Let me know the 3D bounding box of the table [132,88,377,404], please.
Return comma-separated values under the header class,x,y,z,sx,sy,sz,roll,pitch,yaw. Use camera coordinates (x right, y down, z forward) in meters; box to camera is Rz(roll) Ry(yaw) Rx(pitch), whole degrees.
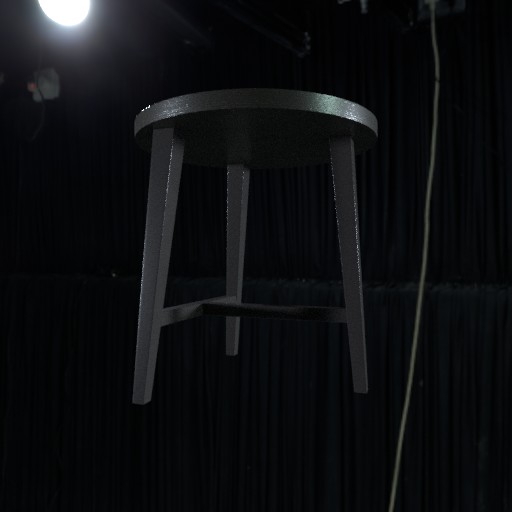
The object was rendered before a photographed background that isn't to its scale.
class,x,y,z,sx,sy,sz,roll,pitch,yaw
table,0.000,0.000,0.948,0.500,0.531,0.500,0,0,0
